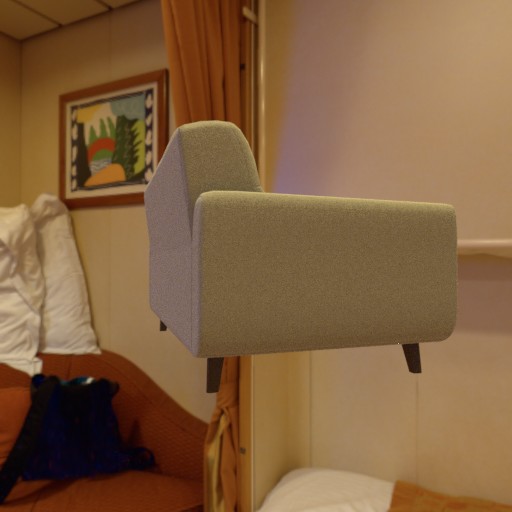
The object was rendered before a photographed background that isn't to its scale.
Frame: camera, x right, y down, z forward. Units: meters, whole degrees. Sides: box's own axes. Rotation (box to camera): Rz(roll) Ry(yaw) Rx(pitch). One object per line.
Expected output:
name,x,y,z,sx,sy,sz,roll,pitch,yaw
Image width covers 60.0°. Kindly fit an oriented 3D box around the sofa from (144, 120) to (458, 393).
sofa,0.000,0.000,2.189,0.980,0.892,1.655,0,-1,-18
